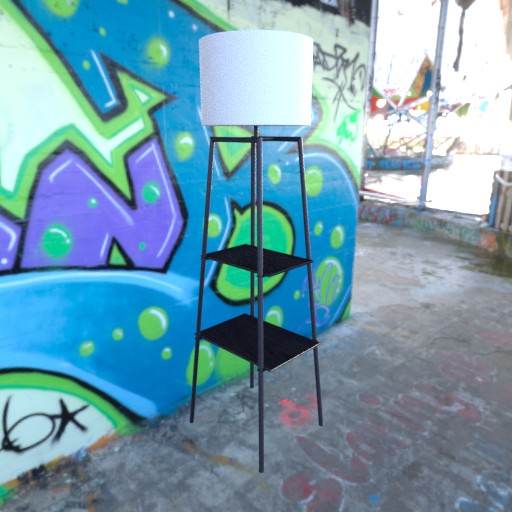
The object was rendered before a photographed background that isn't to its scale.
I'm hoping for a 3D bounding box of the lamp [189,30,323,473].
[{"bbox_3d":[0.000,0.000,1.670,0.427,1.474,0.384,15,22,42],"label":"lamp"}]
